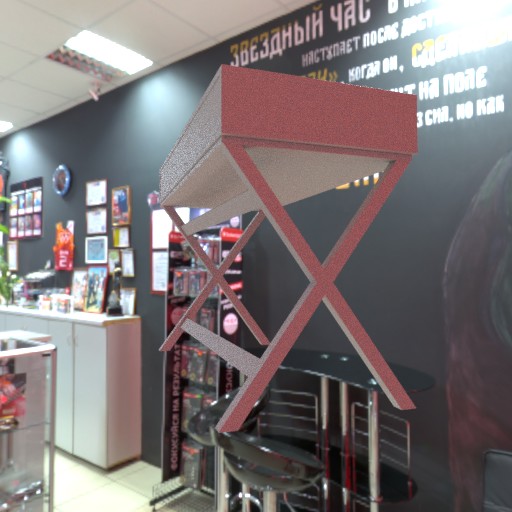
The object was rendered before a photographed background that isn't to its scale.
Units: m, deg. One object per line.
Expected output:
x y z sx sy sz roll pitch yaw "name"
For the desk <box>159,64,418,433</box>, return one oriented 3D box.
0.000 0.000 1.514 0.525 0.780 1.057 1 -2 -19 "desk"
